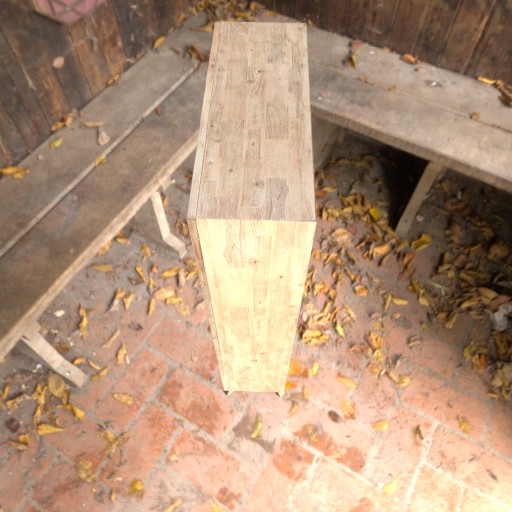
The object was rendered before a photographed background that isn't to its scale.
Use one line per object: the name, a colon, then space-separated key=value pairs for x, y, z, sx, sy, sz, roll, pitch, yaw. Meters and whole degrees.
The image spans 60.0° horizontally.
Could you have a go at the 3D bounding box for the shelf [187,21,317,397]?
shelf: x=0.000 y=0.000 z=1.765 sx=0.308 sy=1.471 sz=0.748 roll=1 pitch=58 yaw=1
